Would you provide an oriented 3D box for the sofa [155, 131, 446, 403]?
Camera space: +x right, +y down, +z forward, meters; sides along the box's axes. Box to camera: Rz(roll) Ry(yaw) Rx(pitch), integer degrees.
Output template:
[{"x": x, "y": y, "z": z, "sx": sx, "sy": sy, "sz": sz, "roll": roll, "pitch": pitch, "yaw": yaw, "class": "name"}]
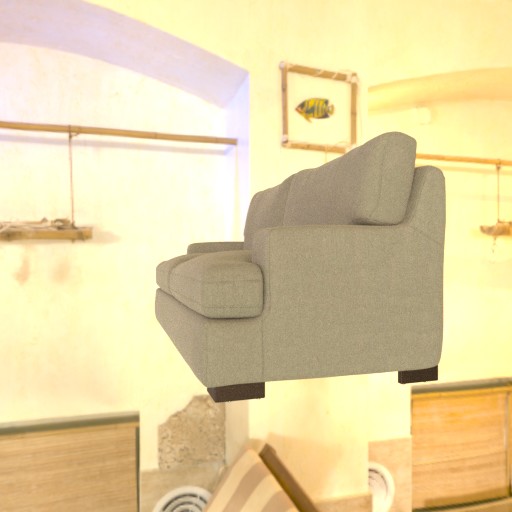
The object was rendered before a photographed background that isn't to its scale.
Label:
[{"x": 0.000, "y": 0.000, "z": 2.427, "sx": 0.962, "sy": 0.980, "sz": 1.855, "roll": 0, "pitch": 0, "yaw": -18, "class": "sofa"}]
